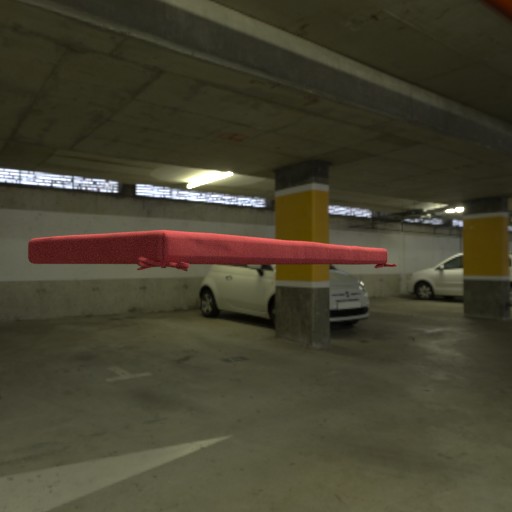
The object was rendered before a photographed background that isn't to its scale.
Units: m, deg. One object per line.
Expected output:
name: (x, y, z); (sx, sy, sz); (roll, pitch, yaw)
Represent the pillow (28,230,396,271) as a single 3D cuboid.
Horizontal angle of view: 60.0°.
pillow: (0.000, 0.000, 1.343); (0.492, 0.081, 1.187); (-1, -1, 36)
